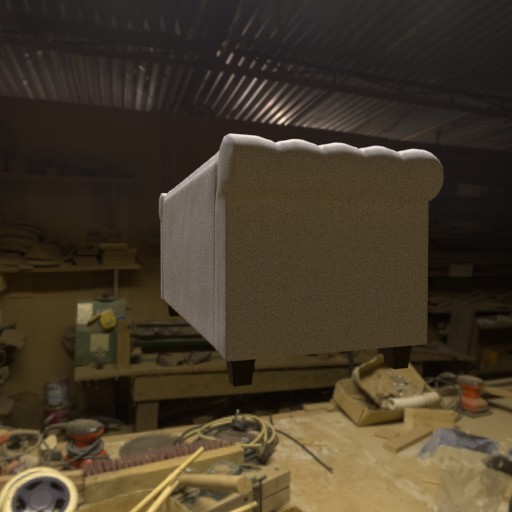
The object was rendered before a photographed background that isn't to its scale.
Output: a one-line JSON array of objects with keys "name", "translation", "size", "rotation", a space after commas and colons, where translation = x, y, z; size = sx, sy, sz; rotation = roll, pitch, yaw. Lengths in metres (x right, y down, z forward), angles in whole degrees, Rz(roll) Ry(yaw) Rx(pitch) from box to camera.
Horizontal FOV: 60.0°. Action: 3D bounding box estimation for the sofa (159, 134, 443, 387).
[{"name": "sofa", "translation": [0.000, 0.000, 2.234], "size": [0.771, 0.796, 1.798], "rotation": [0, 2, -19]}]
